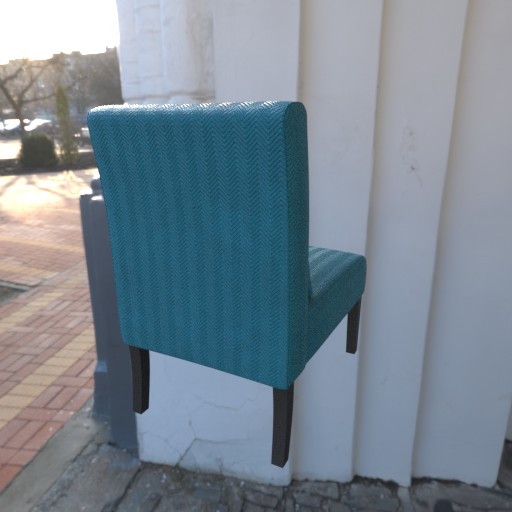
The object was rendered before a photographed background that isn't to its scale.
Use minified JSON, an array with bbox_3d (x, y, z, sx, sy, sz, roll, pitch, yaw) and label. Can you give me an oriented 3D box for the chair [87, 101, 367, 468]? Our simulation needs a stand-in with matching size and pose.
[{"bbox_3d":[0.000,0.000,1.460,0.579,0.927,0.808,9,19,26],"label":"chair"}]
